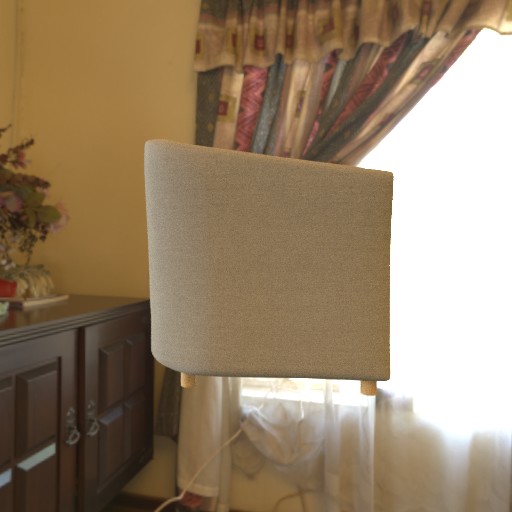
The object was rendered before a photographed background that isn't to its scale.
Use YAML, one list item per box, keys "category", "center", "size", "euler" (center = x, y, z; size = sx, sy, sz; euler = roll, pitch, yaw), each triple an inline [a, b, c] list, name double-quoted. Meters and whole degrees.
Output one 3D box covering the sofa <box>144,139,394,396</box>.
- category: "sofa"
  center: [0.000, 0.000, 1.839]
  size: [0.705, 0.721, 1.452]
  euler: [0, 0, -1]
